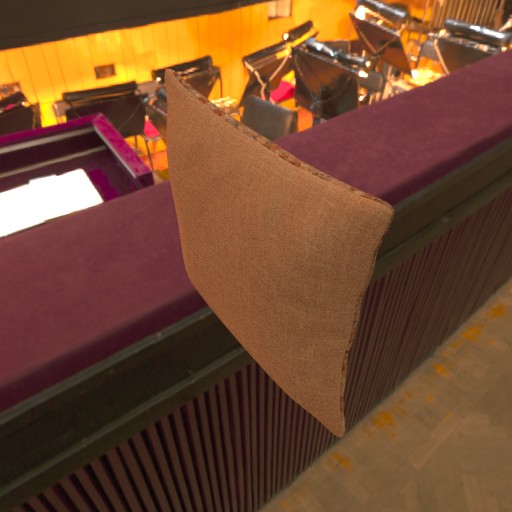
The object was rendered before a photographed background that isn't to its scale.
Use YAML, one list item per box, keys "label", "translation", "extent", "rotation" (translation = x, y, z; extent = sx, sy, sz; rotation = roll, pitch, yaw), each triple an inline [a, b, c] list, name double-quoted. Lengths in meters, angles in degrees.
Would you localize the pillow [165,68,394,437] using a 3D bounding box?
- label: "pillow"
  translation: [0.000, 0.000, 0.786]
  extent: [0.166, 0.506, 0.523]
  rotation: [-25, 48, -26]
